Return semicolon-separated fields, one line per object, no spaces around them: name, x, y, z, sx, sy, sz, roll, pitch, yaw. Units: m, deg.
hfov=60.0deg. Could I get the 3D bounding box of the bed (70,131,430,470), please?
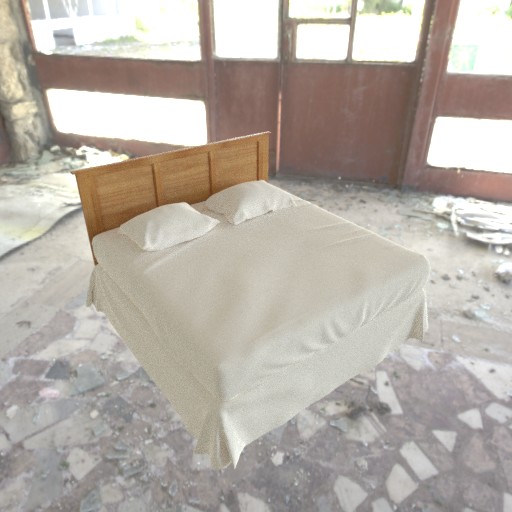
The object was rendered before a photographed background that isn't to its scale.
bed;0.000;0.000;3.617;2.317;1.270;2.215;-21;36;-31
